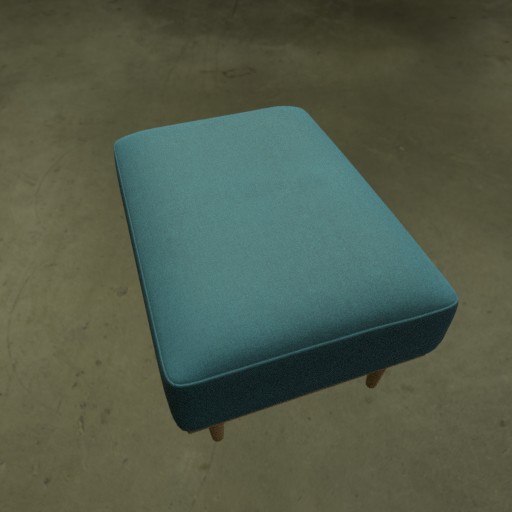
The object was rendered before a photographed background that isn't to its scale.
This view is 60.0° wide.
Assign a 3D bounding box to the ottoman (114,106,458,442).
[{"bbox_3d":[0.000,0.000,1.073,0.549,0.428,0.749,-14,48,-13],"label":"ottoman"}]
